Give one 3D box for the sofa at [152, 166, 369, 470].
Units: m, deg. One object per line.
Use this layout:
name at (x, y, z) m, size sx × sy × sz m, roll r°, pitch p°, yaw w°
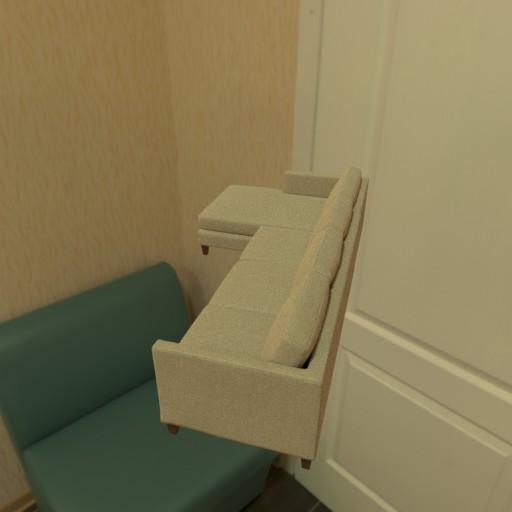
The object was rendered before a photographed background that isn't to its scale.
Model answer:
sofa at (0.000, 0.000, 3.784) m, size 1.625 × 0.846 × 3.186 m, roll 8°, pitch 30°, yaw 15°
